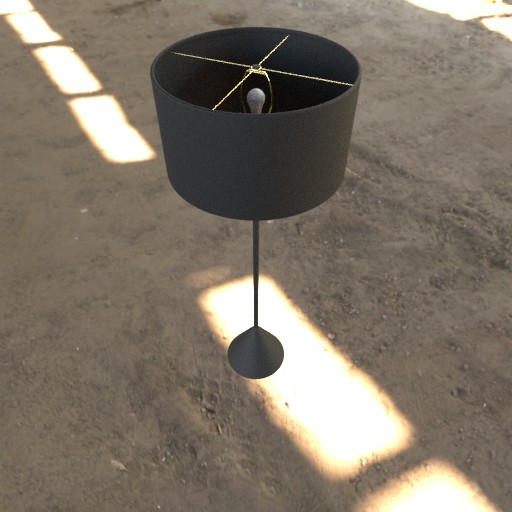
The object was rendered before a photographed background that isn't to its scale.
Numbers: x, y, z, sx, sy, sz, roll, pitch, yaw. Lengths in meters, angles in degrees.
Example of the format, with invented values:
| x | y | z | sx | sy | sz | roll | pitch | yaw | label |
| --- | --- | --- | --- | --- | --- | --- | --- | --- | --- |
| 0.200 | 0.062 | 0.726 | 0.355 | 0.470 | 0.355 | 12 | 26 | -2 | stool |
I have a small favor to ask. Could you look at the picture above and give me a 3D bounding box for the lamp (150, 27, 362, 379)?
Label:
| x | y | z | sx | sy | sz | roll | pitch | yaw | label |
| --- | --- | --- | --- | --- | --- | --- | --- | --- | --- |
| 0.000 | 0.000 | 1.772 | 0.580 | 1.526 | 0.580 | 17 | 48 | 16 | lamp |
